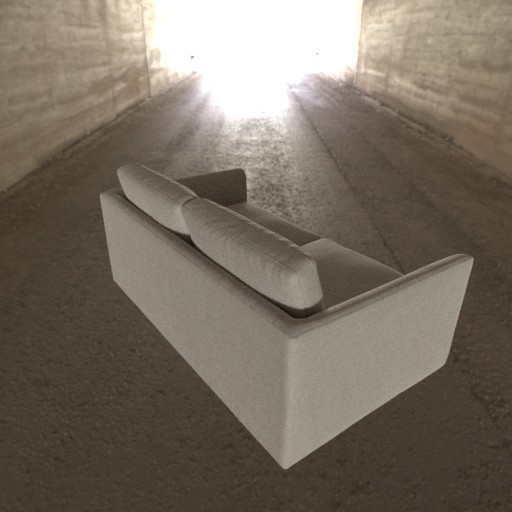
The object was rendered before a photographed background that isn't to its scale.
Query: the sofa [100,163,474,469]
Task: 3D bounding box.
[{"bbox_3d":[0.000,0.000,2.499,1.091,0.839,1.905,-18,31,-32],"label":"sofa"}]
